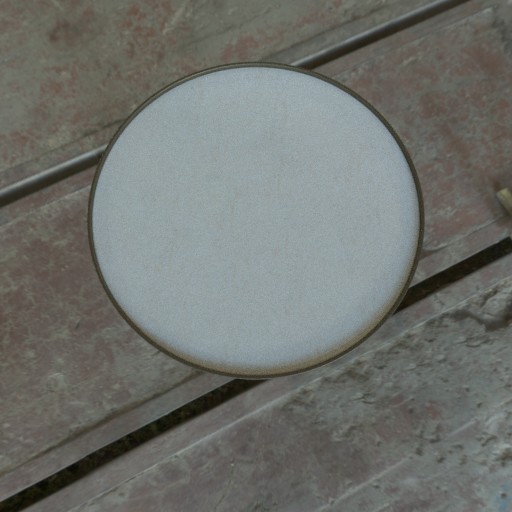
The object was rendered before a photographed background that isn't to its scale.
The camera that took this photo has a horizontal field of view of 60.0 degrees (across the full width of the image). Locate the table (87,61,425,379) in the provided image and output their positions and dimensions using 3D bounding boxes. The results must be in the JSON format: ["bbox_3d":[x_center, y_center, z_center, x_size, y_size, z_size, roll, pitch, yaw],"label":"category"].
[{"bbox_3d":[0.000,0.000,0.905,0.480,0.565,0.480,0,75,0],"label":"table"}]
